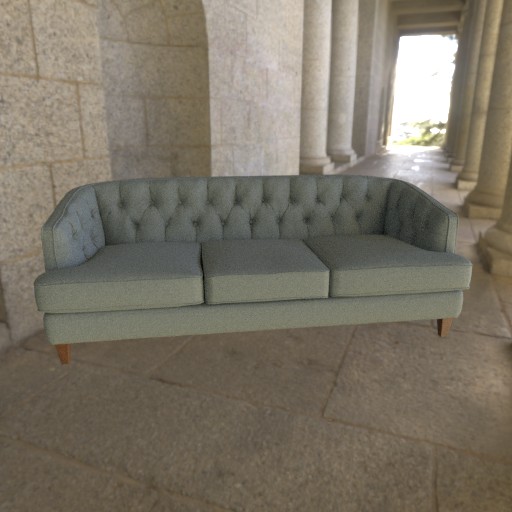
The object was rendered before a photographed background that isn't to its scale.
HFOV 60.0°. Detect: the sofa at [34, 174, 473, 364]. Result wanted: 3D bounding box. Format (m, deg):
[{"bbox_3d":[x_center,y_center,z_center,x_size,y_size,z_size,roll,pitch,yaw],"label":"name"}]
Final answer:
[{"bbox_3d":[0.000,0.000,2.664,2.278,0.855,0.941,-2,17,-8],"label":"sofa"}]
